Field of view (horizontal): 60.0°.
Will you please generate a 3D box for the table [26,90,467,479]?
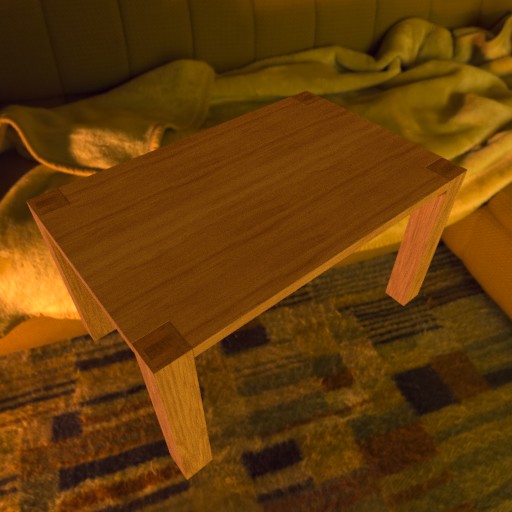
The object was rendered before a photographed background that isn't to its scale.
[{"bbox_3d":[0.000,0.000,1.927,1.400,0.760,0.900,-30,53,-27],"label":"table"}]
